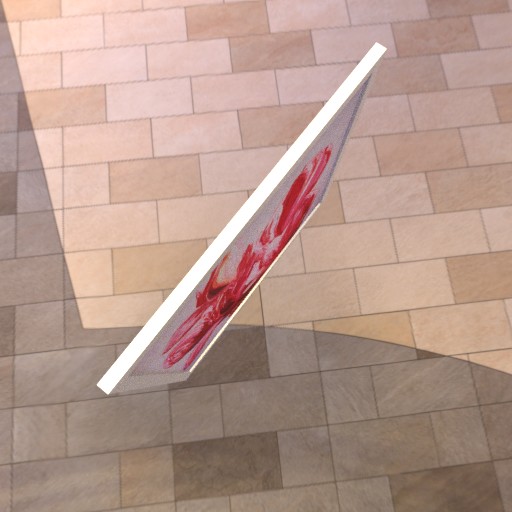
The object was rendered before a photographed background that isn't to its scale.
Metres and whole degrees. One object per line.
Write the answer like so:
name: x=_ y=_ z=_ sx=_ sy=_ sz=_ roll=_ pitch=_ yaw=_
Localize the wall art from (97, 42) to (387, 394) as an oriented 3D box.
wall art: x=0.000 y=0.000 z=0.965 sx=0.020 sy=0.661 sz=0.664 roll=36 pitch=79 yaw=9
